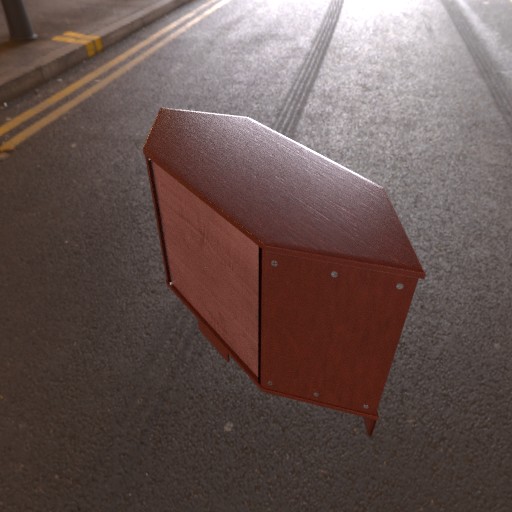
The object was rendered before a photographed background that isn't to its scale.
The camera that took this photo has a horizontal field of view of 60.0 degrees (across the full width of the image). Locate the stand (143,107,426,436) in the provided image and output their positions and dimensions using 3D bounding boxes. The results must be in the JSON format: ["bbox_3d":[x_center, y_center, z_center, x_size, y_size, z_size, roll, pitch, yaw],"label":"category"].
[{"bbox_3d":[0.000,0.000,1.376,0.381,0.614,1.072,-26,46,-28],"label":"stand"}]
